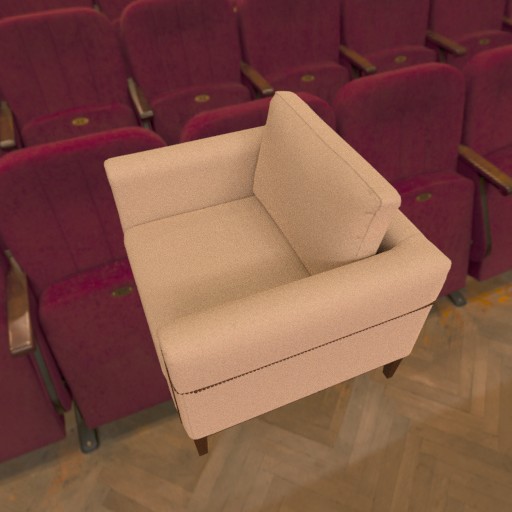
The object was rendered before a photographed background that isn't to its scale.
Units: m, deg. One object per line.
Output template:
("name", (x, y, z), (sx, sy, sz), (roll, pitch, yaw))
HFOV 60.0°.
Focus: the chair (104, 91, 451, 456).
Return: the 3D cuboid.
("chair", (0.000, 0.000, 1.680), (0.896, 0.915, 0.982), (-17, 48, -16))
